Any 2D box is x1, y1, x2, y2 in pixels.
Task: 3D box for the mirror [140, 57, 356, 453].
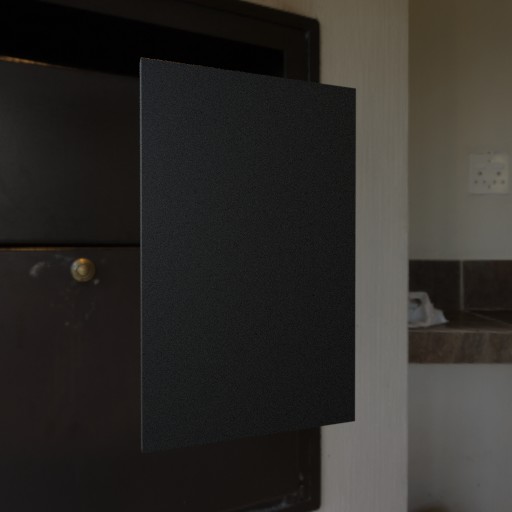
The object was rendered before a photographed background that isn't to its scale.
[{"bbox_3d":[0.000,0.000,1.512,0.762,1.219,0.038,0,1,-20],"label":"mirror"}]
